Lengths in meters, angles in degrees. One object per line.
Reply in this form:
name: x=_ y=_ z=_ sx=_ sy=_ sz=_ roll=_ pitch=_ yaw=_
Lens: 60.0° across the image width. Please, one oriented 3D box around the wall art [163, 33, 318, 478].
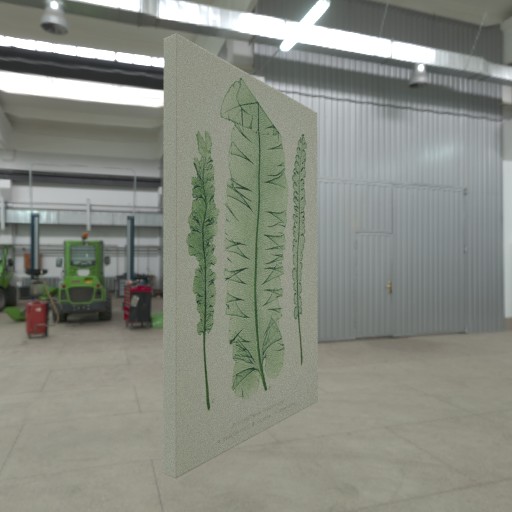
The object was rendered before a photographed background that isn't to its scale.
wall art: x=0.000 y=0.000 z=1.168 sx=0.038 sy=0.914 sz=0.610 roll=0 pitch=-1 yaw=36
